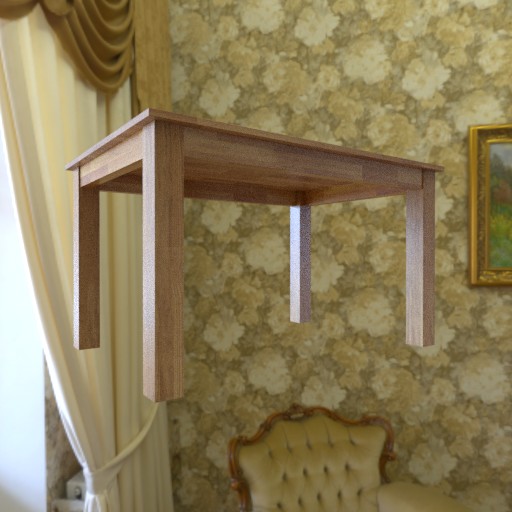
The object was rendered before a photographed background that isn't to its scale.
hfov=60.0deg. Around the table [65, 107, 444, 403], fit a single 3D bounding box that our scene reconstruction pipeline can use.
[{"bbox_3d":[0.000,0.000,1.850,1.300,0.750,0.900,0,0,-36],"label":"table"}]
